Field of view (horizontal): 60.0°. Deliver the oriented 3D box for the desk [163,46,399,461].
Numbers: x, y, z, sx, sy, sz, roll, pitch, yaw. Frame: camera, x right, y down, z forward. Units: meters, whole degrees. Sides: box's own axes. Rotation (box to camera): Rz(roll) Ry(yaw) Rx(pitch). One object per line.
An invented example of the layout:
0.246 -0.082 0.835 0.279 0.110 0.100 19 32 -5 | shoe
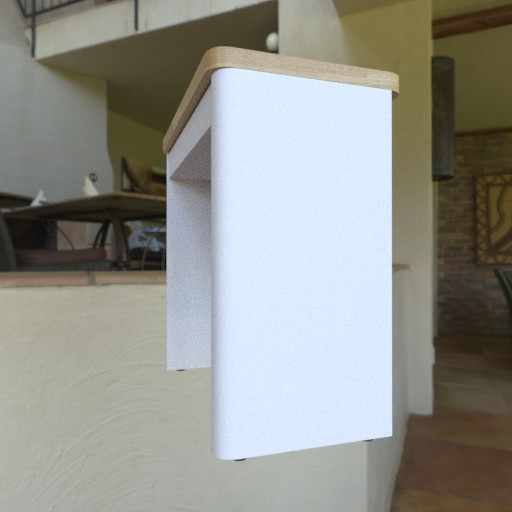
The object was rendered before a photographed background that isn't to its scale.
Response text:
0.000 0.000 1.256 0.440 0.790 0.760 0 0 -19 | desk
